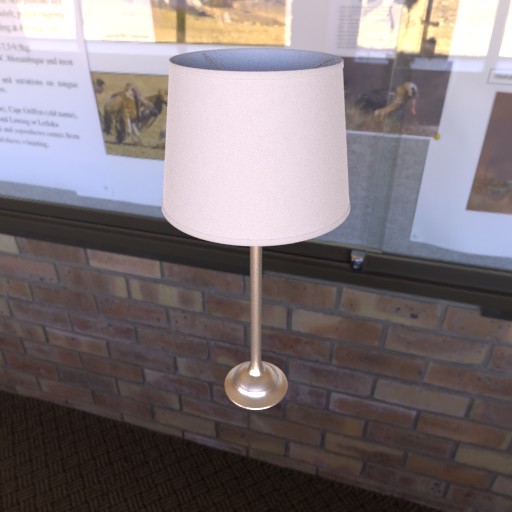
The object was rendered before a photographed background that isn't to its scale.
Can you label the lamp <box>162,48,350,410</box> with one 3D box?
[{"bbox_3d":[0.000,0.000,0.850,0.331,0.698,0.331,0,31,0],"label":"lamp"}]
